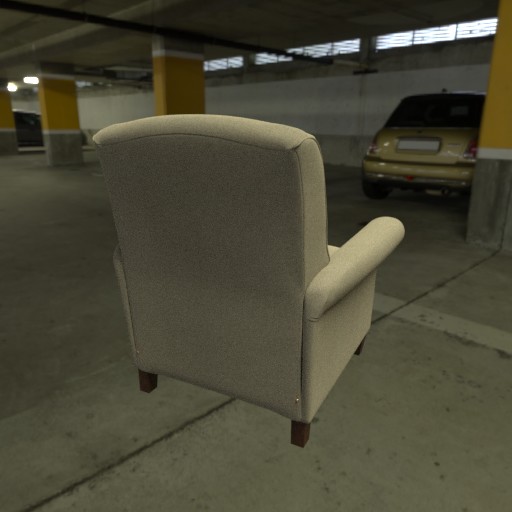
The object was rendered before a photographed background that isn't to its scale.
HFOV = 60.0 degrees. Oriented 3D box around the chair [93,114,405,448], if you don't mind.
[{"bbox_3d":[0.000,0.000,1.764,0.978,1.061,0.905,9,19,27],"label":"chair"}]
